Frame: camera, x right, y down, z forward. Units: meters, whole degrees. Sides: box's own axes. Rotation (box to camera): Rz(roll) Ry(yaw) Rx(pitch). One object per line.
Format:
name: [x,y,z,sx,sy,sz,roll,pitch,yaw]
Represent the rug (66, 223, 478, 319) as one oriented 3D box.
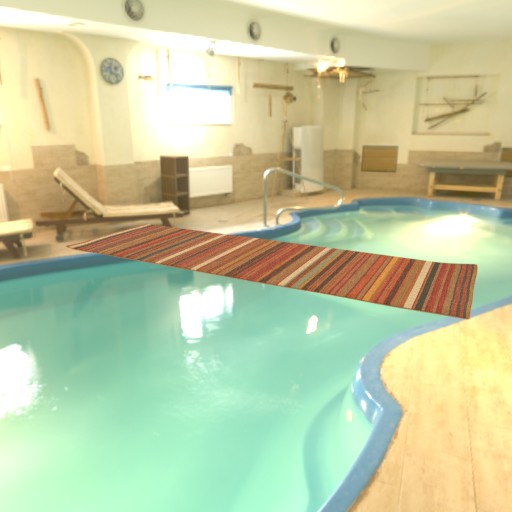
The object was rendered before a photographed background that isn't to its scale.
rug: [0.000,0.000,2.736,2.444,0.030,0.799,9,19,26]
